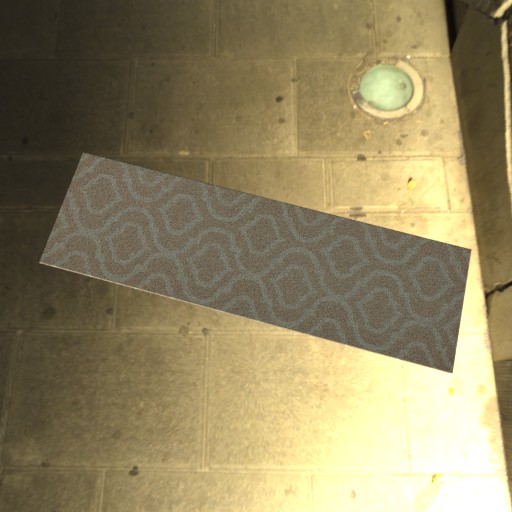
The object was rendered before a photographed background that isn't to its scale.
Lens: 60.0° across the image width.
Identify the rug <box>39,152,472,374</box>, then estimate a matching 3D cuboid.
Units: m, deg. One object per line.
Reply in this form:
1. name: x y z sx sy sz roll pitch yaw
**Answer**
1. rug: 0.000 0.000 2.446 2.289 0.013 0.691 15 76 4
